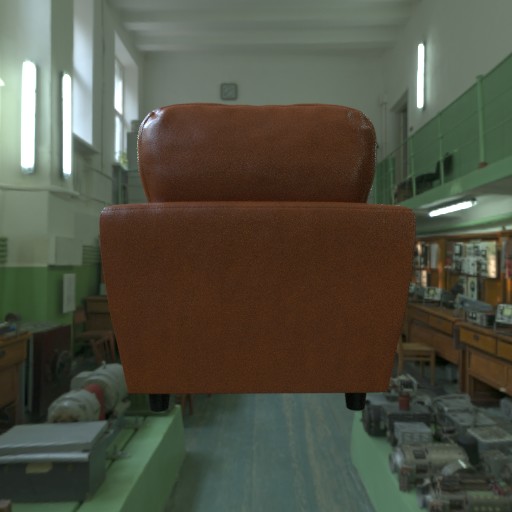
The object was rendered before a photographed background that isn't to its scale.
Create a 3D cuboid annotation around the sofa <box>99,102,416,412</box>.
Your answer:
[{"bbox_3d":[0.000,0.000,1.527,0.836,0.876,0.789,0,0,-1],"label":"sofa"}]
